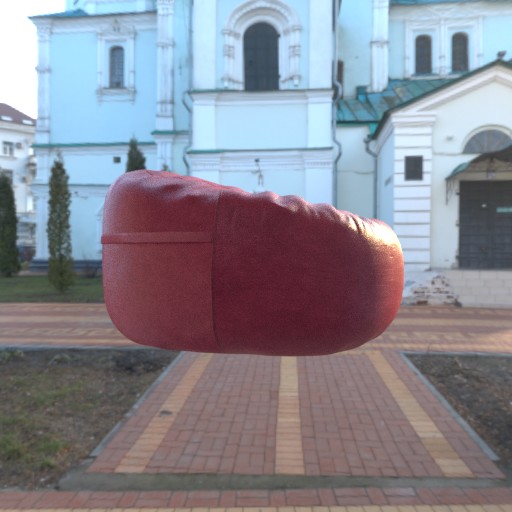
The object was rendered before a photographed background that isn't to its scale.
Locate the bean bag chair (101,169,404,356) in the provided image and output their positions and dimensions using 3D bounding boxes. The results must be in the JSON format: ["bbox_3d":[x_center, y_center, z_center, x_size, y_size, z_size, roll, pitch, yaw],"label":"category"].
[{"bbox_3d":[0.000,0.000,2.404,1.524,0.878,1.524,0,1,17],"label":"bean bag chair"}]
